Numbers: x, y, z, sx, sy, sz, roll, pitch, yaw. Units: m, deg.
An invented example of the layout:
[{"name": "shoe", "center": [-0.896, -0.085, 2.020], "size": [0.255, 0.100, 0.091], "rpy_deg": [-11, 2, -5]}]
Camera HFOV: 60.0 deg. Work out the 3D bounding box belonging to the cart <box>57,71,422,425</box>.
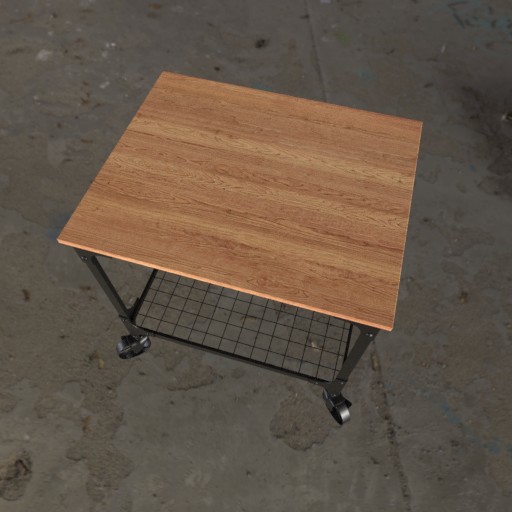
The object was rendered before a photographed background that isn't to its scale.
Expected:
[{"name": "cart", "center": [0.000, 0.000, 1.113], "size": [0.666, 0.603, 0.558], "rpy_deg": [14, 60, 8]}]
